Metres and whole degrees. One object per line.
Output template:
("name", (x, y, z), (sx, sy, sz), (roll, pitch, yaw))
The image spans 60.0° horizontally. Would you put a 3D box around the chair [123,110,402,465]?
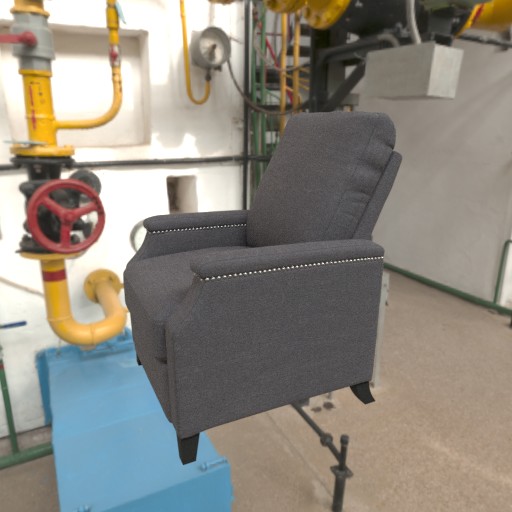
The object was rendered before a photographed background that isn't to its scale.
("chair", (0.000, 0.000, 1.676), (0.922, 1.049, 0.710), (-8, 18, -25))
